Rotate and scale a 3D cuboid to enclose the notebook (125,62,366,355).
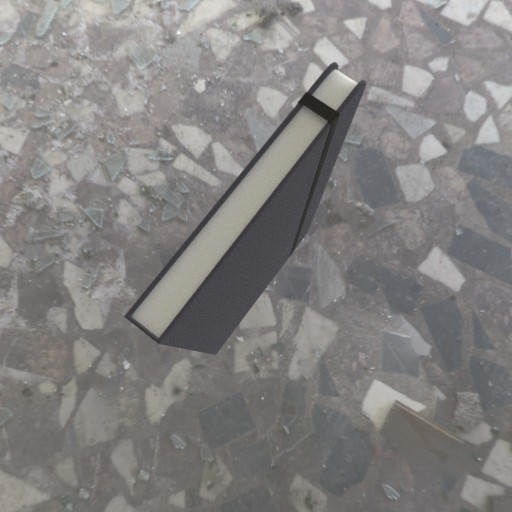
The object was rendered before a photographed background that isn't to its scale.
[{"bbox_3d":[0.000,0.000,0.262,0.016,0.213,0.127,36,79,8],"label":"notebook"}]
